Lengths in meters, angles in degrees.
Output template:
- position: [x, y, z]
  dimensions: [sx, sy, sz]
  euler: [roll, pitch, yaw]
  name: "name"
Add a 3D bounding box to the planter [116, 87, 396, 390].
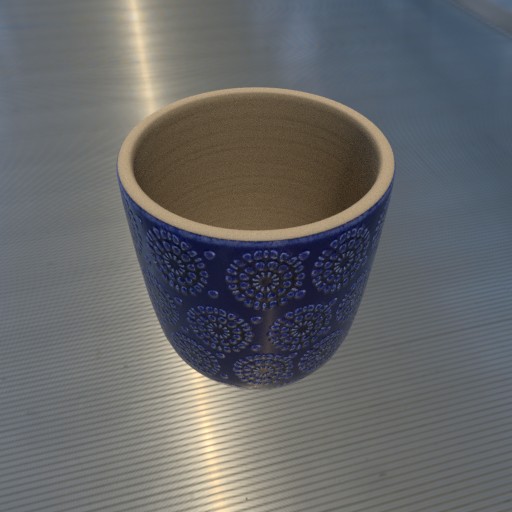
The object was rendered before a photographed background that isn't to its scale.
- position: [0.000, 0.000, 0.366]
  dimensions: [0.184, 0.206, 0.184]
  euler: [0, 45, 0]
  name: "planter"
